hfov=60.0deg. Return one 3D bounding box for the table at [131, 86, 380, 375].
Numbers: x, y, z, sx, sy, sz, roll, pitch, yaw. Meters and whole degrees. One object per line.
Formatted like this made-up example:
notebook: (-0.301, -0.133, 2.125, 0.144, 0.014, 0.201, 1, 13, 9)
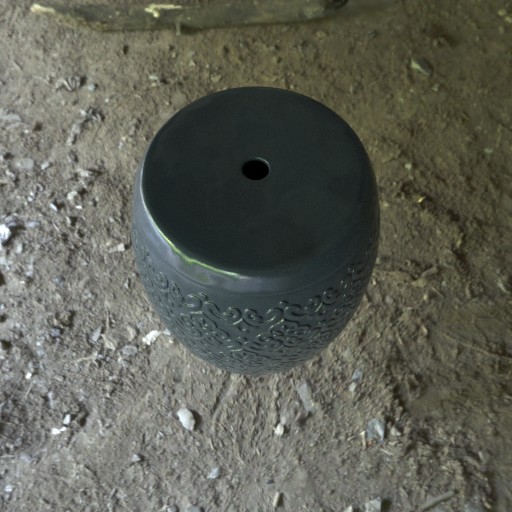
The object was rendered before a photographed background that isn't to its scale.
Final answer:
table: (0.000, 0.000, 0.619, 0.309, 0.397, 0.309, 0, 64, 0)
